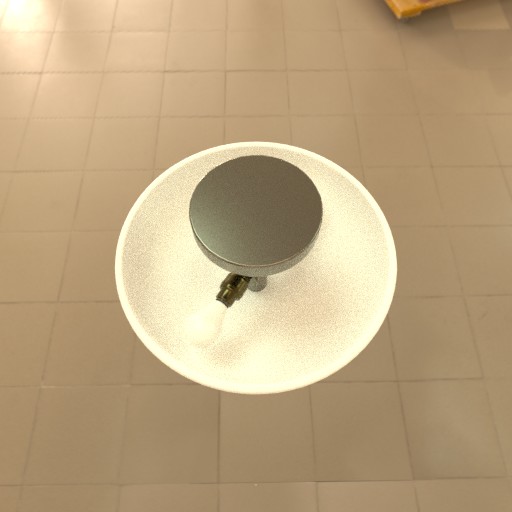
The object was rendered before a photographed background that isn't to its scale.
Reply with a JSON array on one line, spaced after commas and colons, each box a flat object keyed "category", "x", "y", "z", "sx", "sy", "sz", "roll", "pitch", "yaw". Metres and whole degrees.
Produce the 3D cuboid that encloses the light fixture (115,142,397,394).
[{"category": "light fixture", "x": 0.000, "y": 0.000, "z": 0.538, "sx": 0.330, "sy": 0.214, "sz": 0.330, "roll": 0, "pitch": 63, "yaw": 0}]
